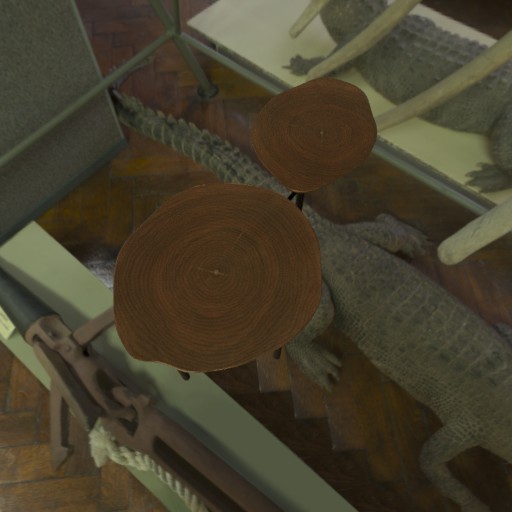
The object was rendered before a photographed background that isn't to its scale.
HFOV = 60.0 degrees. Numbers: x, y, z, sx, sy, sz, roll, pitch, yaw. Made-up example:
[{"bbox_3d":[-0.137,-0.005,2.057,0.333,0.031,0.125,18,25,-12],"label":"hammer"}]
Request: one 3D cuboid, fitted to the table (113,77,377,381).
[{"bbox_3d":[0.000,0.000,1.120,0.442,0.538,0.759,36,68,17],"label":"table"}]
